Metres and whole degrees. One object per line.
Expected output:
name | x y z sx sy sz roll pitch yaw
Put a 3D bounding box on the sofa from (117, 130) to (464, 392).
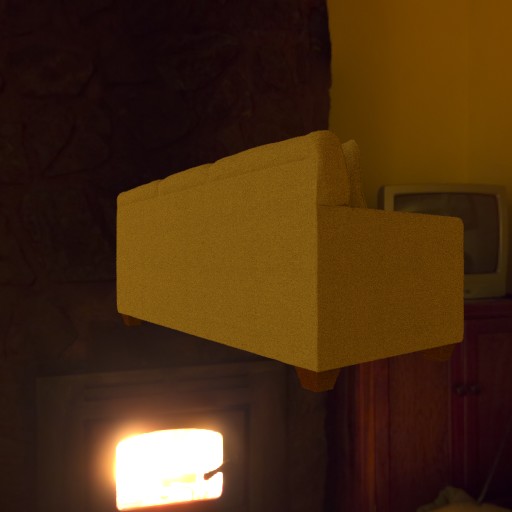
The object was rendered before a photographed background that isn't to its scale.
sofa | 0.000 0.000 2.585 0.997 0.958 2.024 0 0 -36
